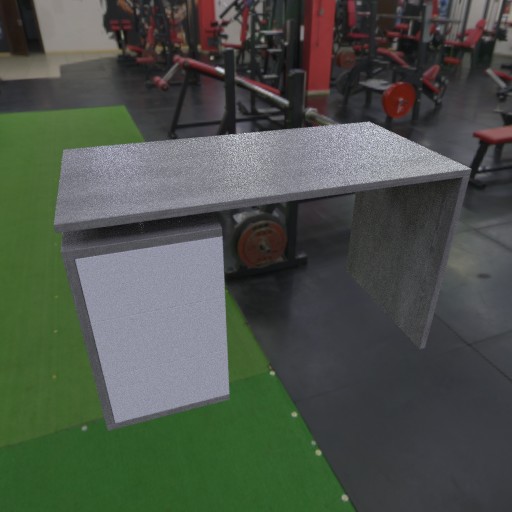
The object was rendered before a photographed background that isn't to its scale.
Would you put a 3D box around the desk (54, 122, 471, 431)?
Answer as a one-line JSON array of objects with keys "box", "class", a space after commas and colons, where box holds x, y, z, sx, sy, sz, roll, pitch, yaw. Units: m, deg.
[{"box": [0.000, 0.000, 1.636, 1.200, 0.740, 0.600, -10, 32, -16], "class": "desk"}]
